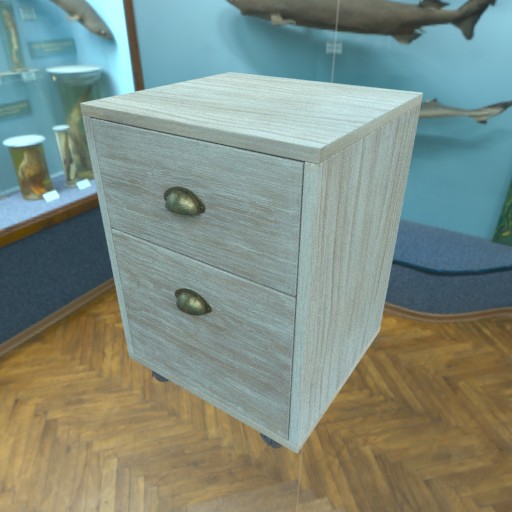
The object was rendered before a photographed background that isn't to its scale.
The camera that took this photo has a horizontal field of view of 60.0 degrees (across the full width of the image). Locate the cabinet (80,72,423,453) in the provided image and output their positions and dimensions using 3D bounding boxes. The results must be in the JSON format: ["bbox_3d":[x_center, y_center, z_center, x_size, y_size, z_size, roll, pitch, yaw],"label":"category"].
[{"bbox_3d":[0.000,0.000,0.850,0.409,0.579,0.401,19,36,29],"label":"cabinet"}]
